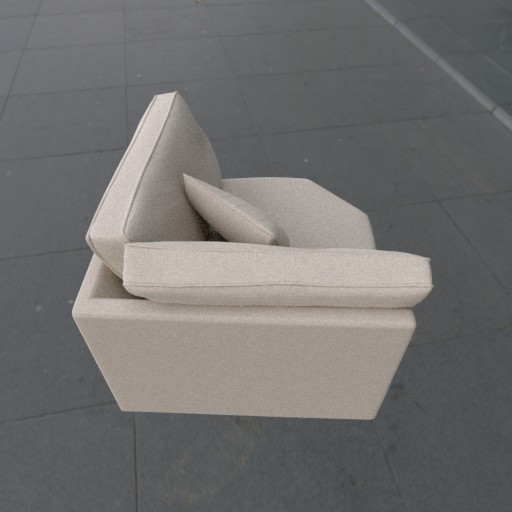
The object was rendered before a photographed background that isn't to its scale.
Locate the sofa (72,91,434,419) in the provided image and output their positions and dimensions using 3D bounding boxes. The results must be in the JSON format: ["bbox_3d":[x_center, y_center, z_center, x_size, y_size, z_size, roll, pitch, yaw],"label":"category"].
[{"bbox_3d":[0.000,0.000,1.843,1.050,0.937,1.042,2,47,2],"label":"sofa"}]
